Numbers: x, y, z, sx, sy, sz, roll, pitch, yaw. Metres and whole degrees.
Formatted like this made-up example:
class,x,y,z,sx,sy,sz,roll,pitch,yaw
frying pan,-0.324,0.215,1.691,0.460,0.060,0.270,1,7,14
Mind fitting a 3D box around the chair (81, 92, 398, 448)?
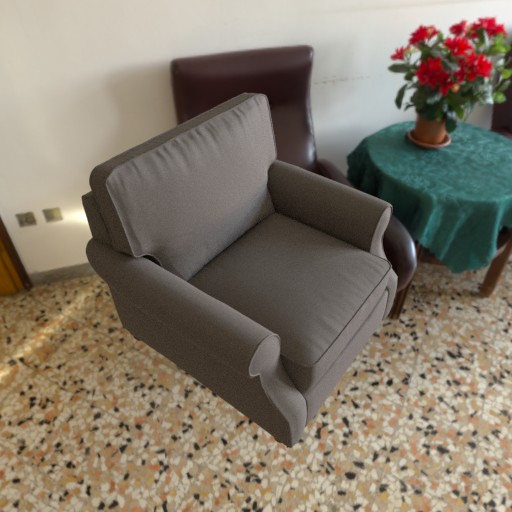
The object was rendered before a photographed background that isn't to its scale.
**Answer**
class,x,y,z,sx,sy,sz,roll,pitch,yaw
chair,0.000,0.000,1.802,0.966,0.967,1.029,27,48,27
